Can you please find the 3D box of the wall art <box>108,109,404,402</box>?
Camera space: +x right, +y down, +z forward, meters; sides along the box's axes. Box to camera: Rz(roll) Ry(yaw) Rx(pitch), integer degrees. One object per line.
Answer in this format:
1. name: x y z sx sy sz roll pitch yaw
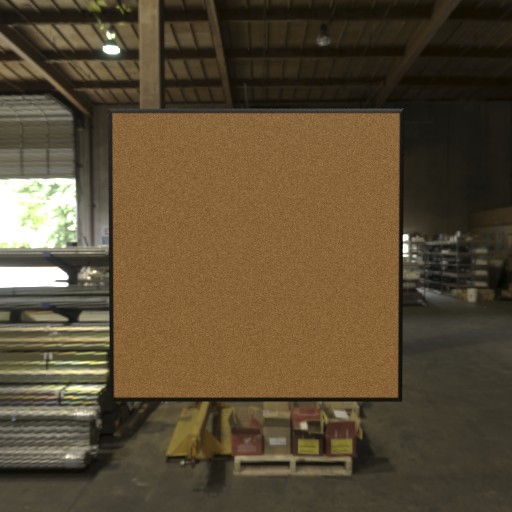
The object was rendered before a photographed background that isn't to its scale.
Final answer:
1. wall art: 0.000 0.000 1.179 0.769 0.766 0.042 0 1 0
